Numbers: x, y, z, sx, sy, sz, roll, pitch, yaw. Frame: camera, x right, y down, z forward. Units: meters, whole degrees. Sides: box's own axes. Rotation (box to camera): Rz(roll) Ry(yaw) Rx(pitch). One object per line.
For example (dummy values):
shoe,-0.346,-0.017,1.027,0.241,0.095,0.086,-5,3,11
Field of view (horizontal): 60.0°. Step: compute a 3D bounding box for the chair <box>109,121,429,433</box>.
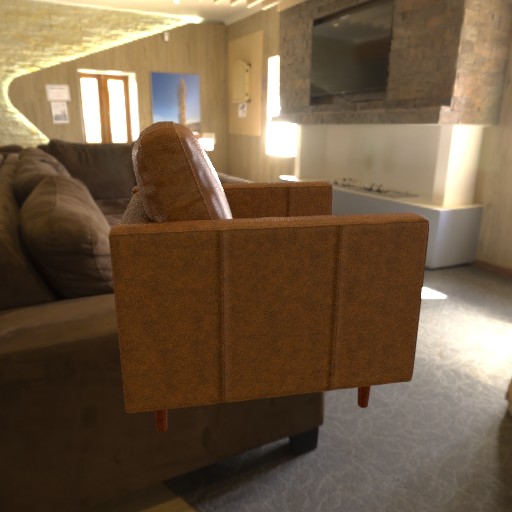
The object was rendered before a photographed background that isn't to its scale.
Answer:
chair,0.000,0.000,1.643,0.909,0.956,0.890,-3,17,-10
